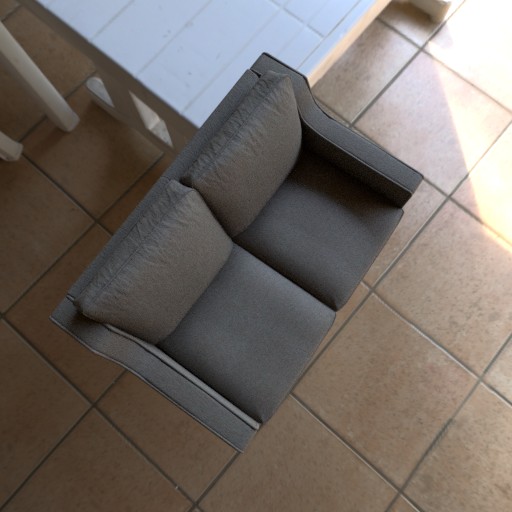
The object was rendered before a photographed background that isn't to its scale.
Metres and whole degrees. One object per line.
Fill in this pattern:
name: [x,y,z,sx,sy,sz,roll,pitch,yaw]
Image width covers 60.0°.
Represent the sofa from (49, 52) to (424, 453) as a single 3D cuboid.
sofa: [0.000,0.000,2.162,0.985,0.981,1.503,34,79,8]
